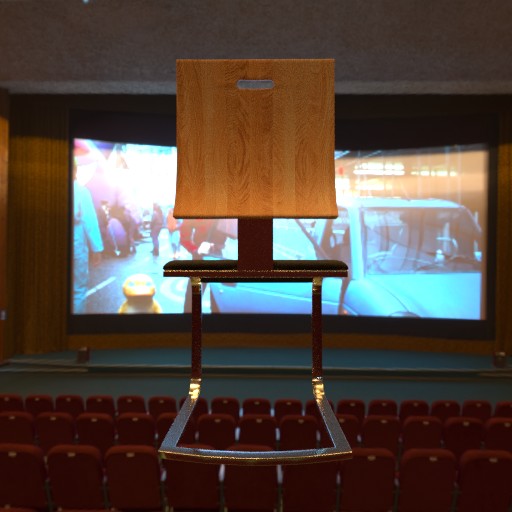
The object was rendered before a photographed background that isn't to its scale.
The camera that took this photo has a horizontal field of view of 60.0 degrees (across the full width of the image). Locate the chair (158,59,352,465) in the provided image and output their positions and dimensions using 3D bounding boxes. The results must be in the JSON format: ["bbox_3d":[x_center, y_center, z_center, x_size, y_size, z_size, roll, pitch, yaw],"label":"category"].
[{"bbox_3d":[0.000,0.000,1.267,0.462,0.936,0.560,0,-1,1],"label":"chair"}]
